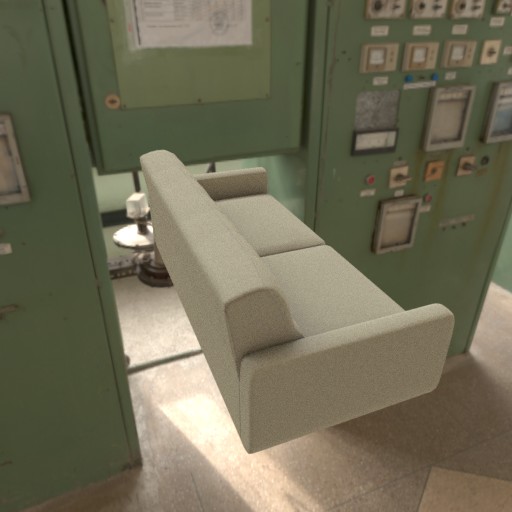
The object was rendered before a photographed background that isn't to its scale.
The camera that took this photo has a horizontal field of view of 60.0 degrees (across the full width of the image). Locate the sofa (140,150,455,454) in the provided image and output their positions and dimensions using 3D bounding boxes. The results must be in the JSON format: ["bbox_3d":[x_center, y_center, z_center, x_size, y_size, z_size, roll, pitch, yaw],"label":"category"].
[{"bbox_3d":[0.000,0.000,2.625,0.980,0.892,2.137,-11,31,-19],"label":"sofa"}]
